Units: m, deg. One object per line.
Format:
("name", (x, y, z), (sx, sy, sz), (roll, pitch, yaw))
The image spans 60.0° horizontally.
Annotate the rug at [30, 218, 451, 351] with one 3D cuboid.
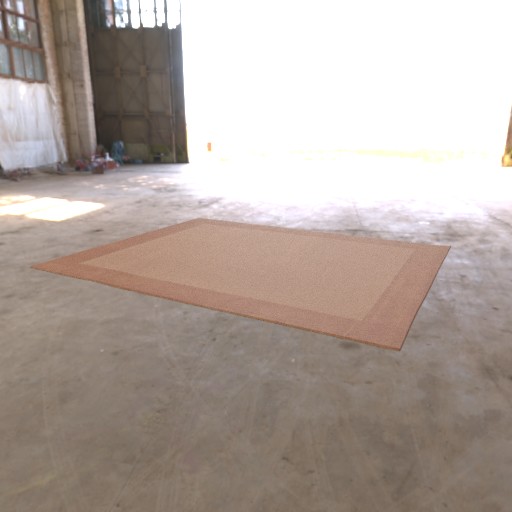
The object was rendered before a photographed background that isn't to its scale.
("rug", (0.000, 0.000, 4.056), (3.057, 0.021, 2.431), (9, 18, 28))
